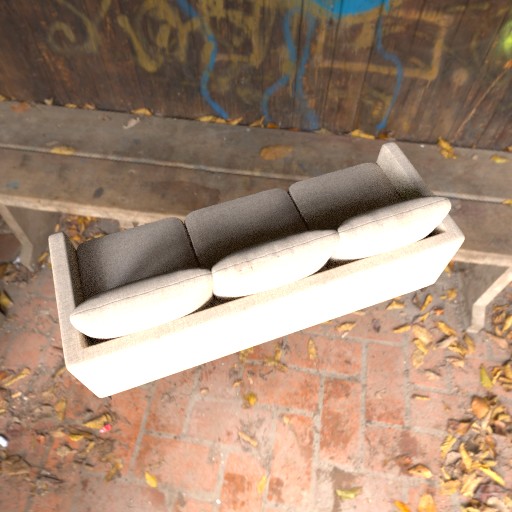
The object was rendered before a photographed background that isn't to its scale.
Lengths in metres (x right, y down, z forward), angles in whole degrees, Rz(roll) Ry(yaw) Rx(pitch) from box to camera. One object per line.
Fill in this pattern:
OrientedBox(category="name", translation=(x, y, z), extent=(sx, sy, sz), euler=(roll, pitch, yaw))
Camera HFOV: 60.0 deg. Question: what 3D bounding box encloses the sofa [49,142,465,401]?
OrientedBox(category="sofa", translation=(0.000, 0.000, 2.685), extent=(2.218, 0.874, 0.859), euler=(-17, 59, -10))
